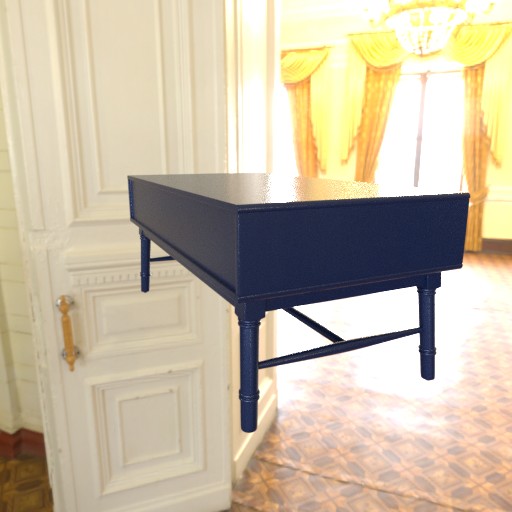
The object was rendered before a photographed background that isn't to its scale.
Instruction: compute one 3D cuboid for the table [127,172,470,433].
[{"bbox_3d":[0.000,0.000,1.375,0.572,0.457,1.067,-6,15,-25],"label":"table"}]
